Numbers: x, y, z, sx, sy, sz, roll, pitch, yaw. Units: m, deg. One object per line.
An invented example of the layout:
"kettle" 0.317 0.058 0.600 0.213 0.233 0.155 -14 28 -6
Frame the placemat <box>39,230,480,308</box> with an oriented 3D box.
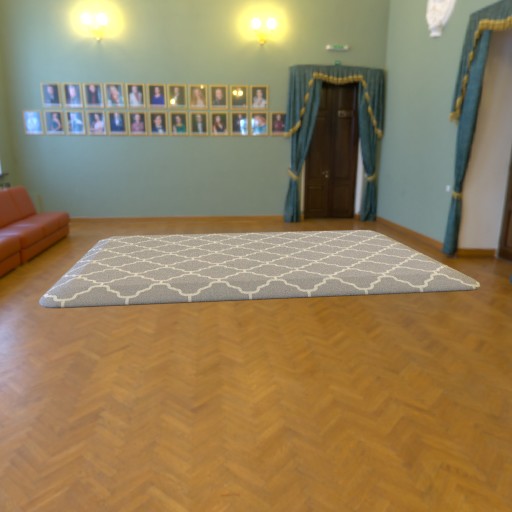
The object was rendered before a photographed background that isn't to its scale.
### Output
"placemat" 0.000 0.000 0.973 0.762 0.021 0.508 -2 14 -7
